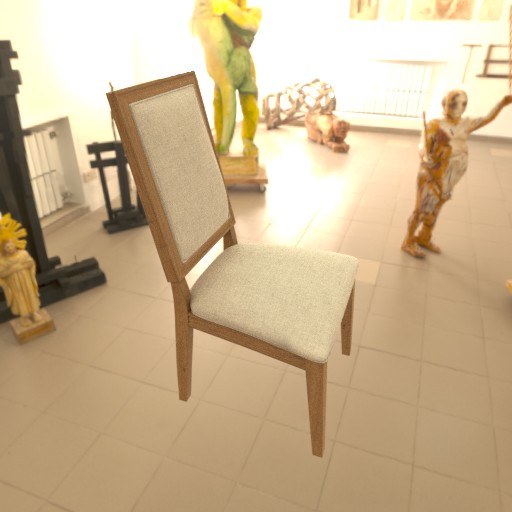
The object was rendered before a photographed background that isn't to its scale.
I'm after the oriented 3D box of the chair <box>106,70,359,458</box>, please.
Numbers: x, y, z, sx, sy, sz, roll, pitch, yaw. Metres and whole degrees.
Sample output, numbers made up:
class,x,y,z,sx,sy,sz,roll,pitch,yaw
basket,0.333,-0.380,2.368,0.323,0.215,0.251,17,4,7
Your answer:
class,x,y,z,sx,sy,sz,roll,pitch,yaw
chair,0.000,0.000,1.357,0.601,0.988,0.536,10,31,18
